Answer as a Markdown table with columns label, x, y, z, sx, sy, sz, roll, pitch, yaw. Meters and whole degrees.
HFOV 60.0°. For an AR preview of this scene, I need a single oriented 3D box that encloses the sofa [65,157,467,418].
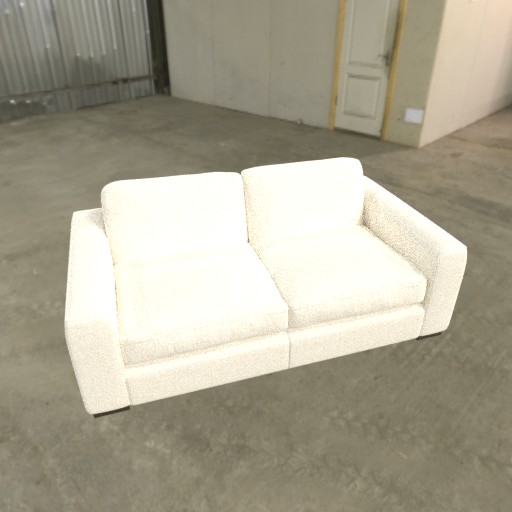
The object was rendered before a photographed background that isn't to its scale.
| label | x | y | z | sx | sy | sz | roll | pitch | yaw |
| --- | --- | --- | --- | --- | --- | --- | --- | --- | --- |
| sofa | 0.000 | 0.000 | 2.443 | 1.920 | 0.801 | 1.069 | -9 | 33 | -15 |
